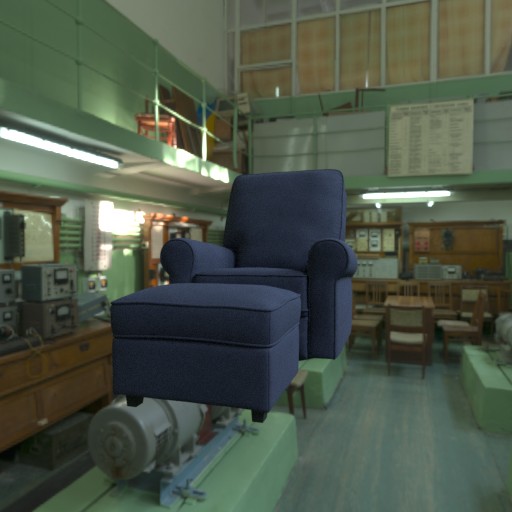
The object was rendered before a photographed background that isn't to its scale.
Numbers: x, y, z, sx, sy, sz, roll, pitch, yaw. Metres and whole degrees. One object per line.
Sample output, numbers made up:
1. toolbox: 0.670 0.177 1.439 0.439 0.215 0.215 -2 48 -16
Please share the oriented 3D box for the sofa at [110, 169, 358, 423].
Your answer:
1. sofa: 0.000 0.000 2.039 0.880 0.959 1.478 1 2 17
